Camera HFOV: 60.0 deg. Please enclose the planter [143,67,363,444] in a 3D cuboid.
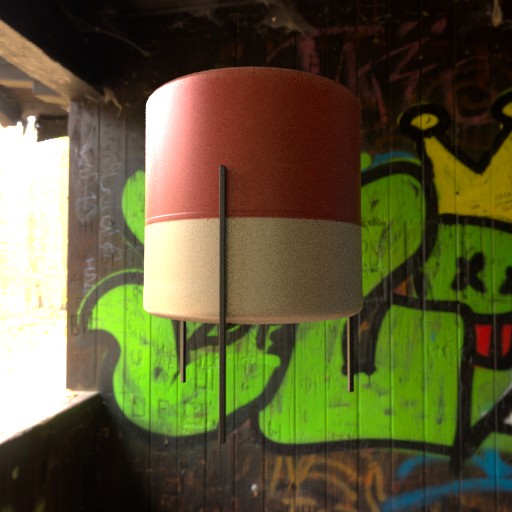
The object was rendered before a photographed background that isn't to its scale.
[{"bbox_3d":[0.000,0.000,0.719,0.354,0.465,0.345,1,-2,-18],"label":"planter"}]
